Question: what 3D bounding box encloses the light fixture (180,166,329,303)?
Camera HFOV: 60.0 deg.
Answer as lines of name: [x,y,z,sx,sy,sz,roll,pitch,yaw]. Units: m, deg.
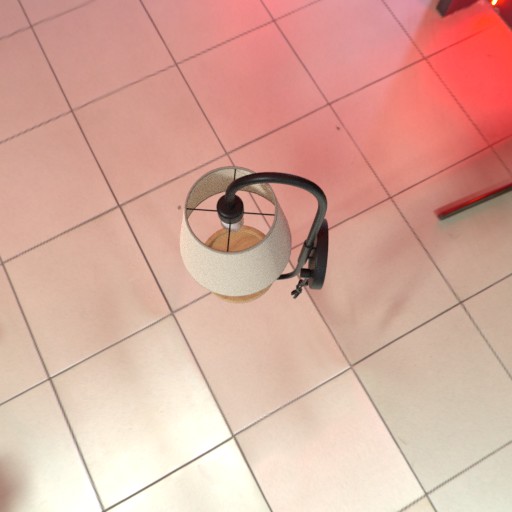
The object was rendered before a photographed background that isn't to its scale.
light fixture: [0.000,0.000,0.967,0.299,0.821,0.220,4,75,1]
